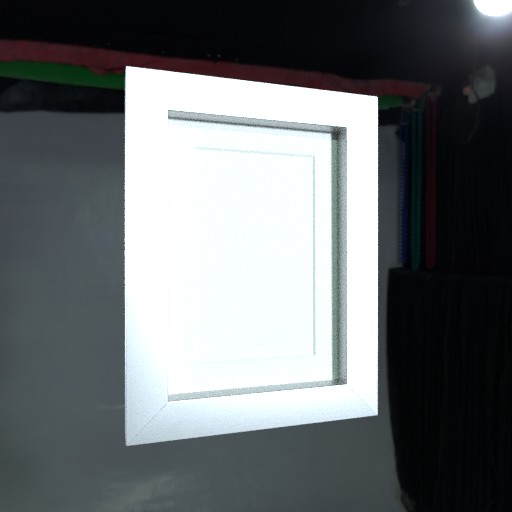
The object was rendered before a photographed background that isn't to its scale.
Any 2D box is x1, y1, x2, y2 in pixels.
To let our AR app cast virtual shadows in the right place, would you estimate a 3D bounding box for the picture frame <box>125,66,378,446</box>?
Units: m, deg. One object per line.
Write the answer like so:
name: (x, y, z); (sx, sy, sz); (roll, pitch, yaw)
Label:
picture frame: (0.000, 0.000, 0.278); (0.157, 0.208, 0.028); (0, 0, -17)
